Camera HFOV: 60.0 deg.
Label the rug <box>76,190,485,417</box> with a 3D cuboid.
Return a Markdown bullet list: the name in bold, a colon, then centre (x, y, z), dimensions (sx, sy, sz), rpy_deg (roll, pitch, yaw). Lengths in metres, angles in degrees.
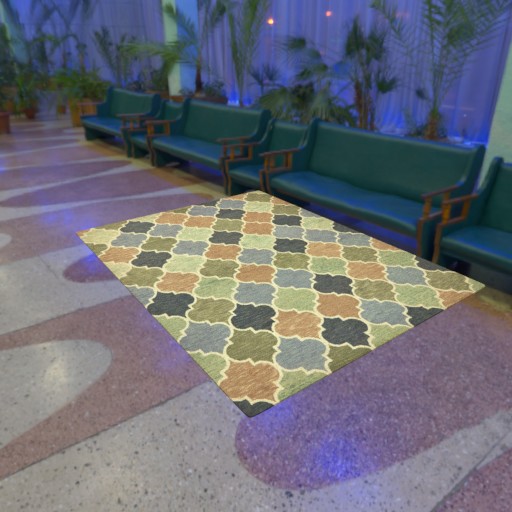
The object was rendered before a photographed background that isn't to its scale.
- **rug**: centre (0.000, 0.000, 4.215), dimensions (2.439, 0.013, 3.200), rpy_deg (-18, 31, -32)
